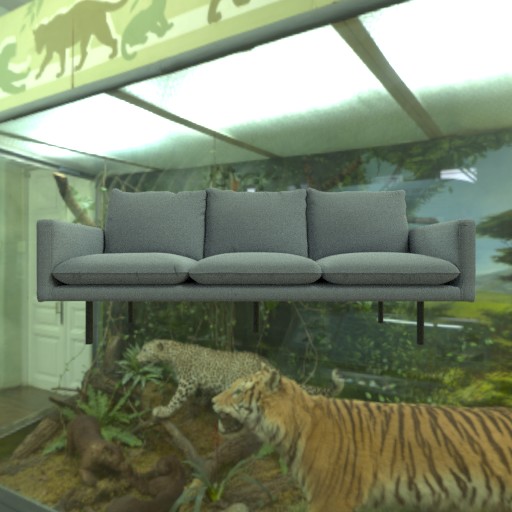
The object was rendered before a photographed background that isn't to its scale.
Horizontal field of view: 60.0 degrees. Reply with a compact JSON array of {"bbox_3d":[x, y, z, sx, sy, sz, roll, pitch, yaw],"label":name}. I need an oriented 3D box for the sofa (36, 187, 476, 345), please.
[{"bbox_3d":[0.000,0.000,2.397,2.000,0.830,0.850,0,0,0],"label":"sofa"}]
